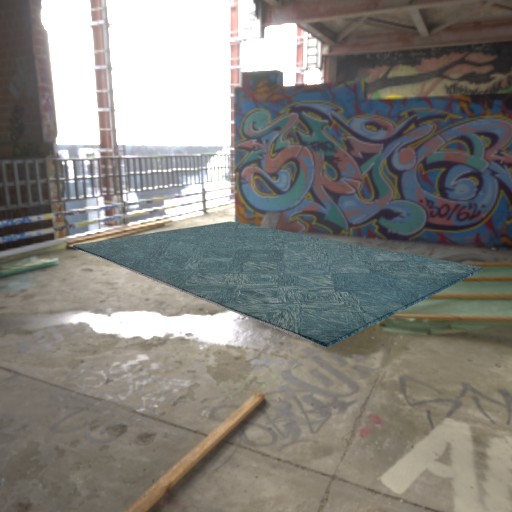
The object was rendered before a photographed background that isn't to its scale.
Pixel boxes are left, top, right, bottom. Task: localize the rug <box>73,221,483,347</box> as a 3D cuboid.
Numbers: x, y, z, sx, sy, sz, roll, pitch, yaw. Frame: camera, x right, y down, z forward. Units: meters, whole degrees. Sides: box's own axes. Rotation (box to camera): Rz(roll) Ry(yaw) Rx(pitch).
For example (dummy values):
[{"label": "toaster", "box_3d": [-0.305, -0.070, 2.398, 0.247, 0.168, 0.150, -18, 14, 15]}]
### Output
[{"label": "rug", "box_3d": [0.000, 0.000, 2.181, 1.136, 0.017, 1.728, -13, 19, -42]}]
